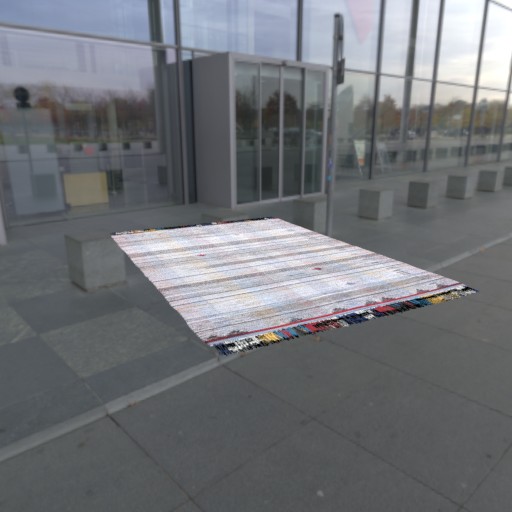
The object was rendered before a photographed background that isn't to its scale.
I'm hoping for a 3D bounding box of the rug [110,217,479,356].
[{"bbox_3d":[0.000,0.000,2.356,1.217,0.012,1.848,-8,18,-26],"label":"rug"}]
